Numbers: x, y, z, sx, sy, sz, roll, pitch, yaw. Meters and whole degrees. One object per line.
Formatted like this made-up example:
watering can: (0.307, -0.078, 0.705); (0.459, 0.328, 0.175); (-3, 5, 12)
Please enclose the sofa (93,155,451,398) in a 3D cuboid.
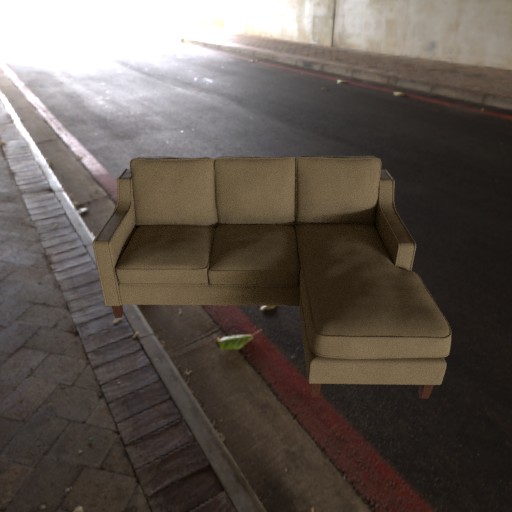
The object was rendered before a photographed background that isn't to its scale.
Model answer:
sofa: (0.000, 0.000, 3.279); (2.317, 1.066, 1.858); (0, 31, 1)
